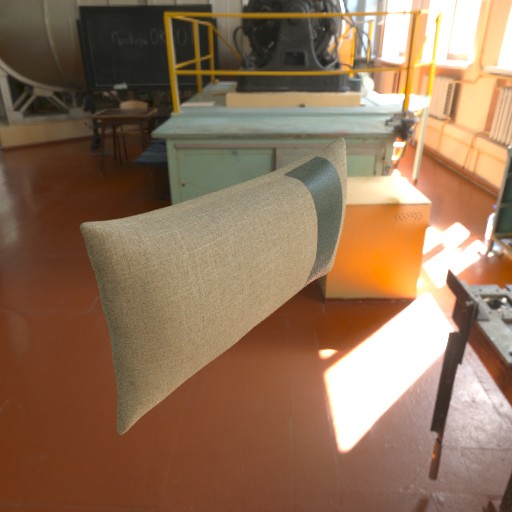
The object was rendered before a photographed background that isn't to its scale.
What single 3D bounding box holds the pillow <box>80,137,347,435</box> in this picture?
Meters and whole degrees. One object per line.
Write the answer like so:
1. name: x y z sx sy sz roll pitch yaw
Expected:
1. pillow: 0.000 0.000 1.048 0.197 0.429 0.859 17 31 32
